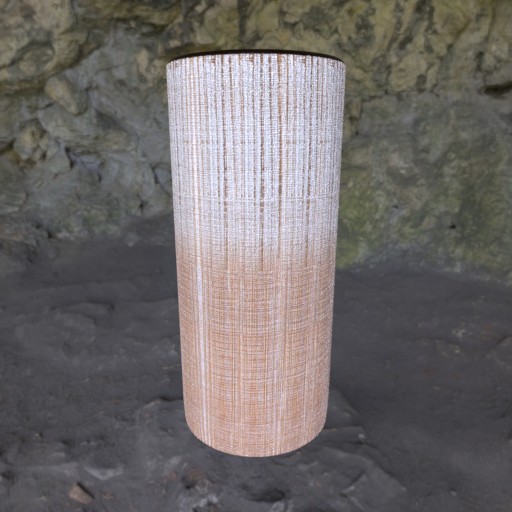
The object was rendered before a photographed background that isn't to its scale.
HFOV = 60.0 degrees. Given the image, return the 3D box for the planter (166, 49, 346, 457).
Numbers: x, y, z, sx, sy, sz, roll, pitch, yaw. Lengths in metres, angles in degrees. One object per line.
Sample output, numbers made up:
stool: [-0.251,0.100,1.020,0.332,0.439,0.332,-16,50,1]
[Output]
planter: [0.000,0.000,0.282,0.100,0.227,0.100,-8,18,-25]
